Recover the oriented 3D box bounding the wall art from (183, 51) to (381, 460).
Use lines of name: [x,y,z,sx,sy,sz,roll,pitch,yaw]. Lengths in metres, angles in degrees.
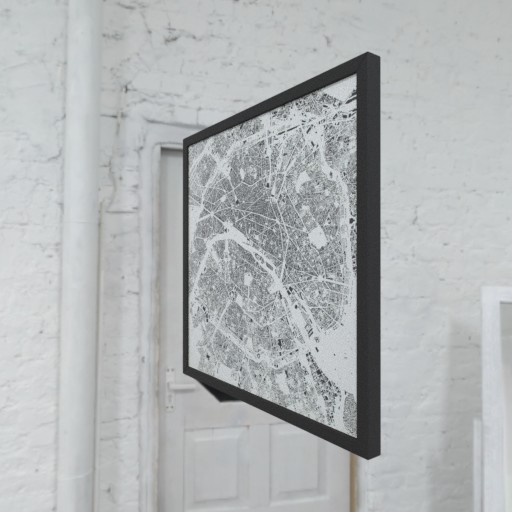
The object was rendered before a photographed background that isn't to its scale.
wall art: [0.000,0.000,1.145,0.037,0.763,0.763,0,0,-36]
